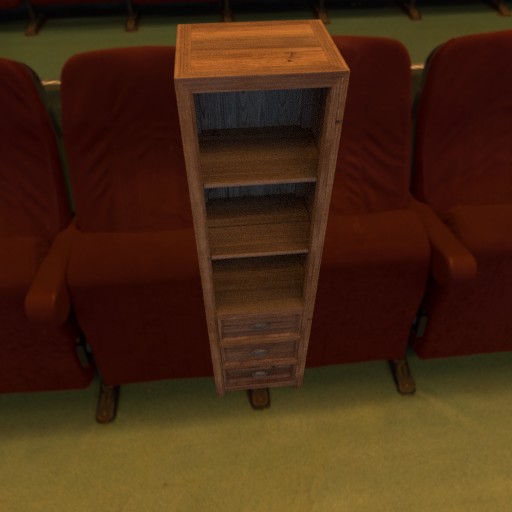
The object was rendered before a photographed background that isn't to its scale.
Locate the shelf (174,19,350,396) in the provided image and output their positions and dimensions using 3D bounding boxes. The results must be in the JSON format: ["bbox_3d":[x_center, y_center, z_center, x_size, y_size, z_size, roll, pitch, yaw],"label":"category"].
[{"bbox_3d":[0.000,0.000,2.073,0.500,1.900,0.428,-4,46,-4],"label":"shelf"}]
